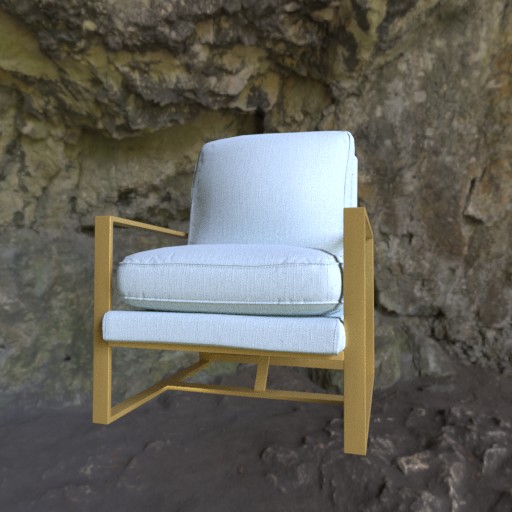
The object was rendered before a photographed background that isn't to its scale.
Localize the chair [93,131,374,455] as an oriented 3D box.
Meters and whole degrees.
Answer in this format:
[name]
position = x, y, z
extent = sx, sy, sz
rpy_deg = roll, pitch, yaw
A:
[chair]
position = 0.000, 0.000, 1.512
extent = 0.758, 0.956, 0.813
rpy_deg = 0, -1, 17
